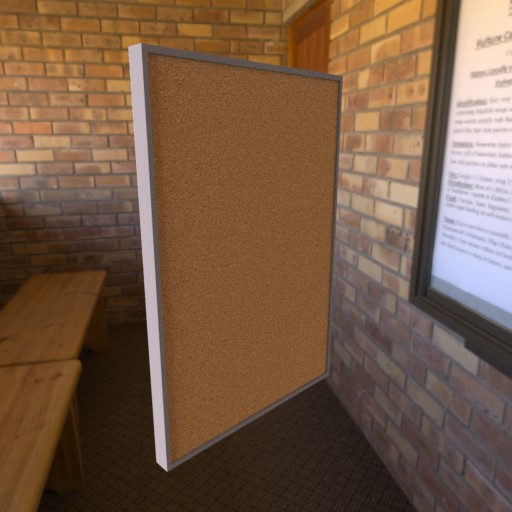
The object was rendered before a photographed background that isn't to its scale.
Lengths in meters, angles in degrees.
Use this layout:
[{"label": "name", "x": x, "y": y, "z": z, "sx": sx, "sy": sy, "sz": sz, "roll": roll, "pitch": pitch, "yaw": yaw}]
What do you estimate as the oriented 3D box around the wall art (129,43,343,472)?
[{"label": "wall art", "x": 0.000, "y": 0.000, "z": 0.936, "sx": 0.511, "sy": 0.753, "sz": 0.039, "roll": -14, "pitch": 20, "yaw": -42}]
